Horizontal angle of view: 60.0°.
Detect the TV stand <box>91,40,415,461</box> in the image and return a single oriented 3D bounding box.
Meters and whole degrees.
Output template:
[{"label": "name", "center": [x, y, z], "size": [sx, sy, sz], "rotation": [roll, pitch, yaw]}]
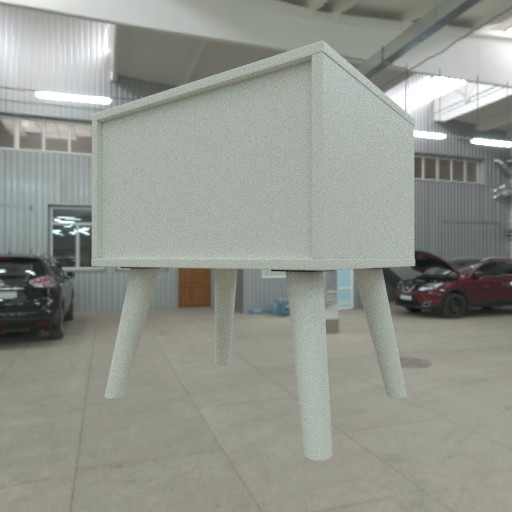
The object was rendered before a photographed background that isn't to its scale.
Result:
[{"label": "TV stand", "center": [0.000, 0.000, 0.888], "size": [0.508, 0.559, 0.405], "rotation": [0, 0, 36]}]
